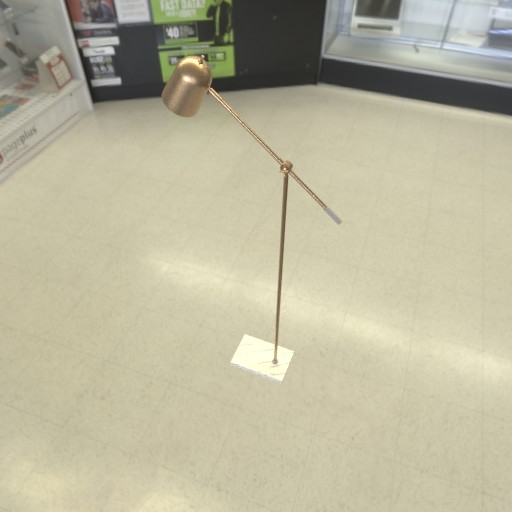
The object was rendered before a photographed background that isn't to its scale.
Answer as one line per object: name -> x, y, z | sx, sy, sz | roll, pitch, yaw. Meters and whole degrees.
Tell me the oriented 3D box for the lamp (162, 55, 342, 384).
lamp -> 0.000, 0.000, 1.855 | 0.653, 1.594, 0.194 | 17, 48, 15
